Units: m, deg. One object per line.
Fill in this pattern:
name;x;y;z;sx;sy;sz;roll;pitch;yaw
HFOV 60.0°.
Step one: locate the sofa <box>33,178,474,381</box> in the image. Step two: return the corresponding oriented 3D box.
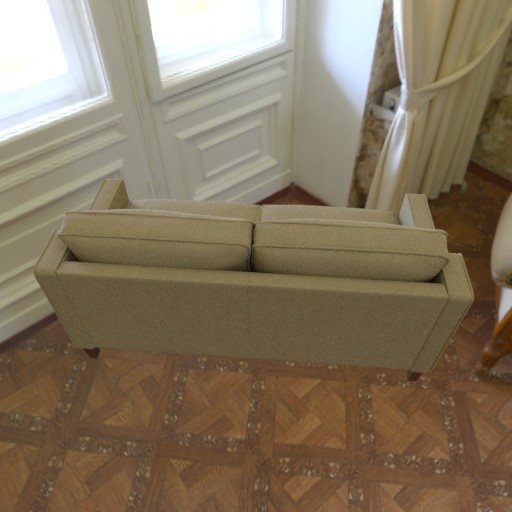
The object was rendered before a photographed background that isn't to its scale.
sofa;0.000;0.000;2.784;2.178;1.071;1.066;3;47;3
